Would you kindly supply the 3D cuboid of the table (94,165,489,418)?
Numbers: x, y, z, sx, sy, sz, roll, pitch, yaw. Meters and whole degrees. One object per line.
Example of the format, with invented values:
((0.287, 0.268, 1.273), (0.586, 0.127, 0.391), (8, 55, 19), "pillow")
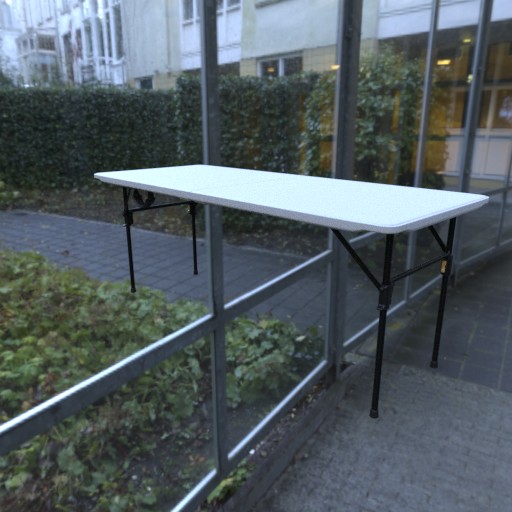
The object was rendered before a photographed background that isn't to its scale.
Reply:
((0.000, 0.000, 2.177), (0.761, 0.719, 1.829), (-16, 23, -42), "table")
